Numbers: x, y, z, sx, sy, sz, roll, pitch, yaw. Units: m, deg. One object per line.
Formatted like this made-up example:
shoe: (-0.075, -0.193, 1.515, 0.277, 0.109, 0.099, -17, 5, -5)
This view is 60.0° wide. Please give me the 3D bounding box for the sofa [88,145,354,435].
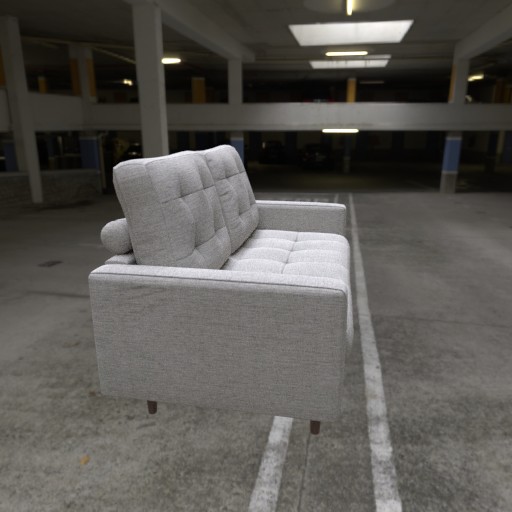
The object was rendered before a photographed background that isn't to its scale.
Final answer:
sofa: (0.000, 0.000, 1.964, 0.842, 0.907, 1.407, 3, 17, 10)
